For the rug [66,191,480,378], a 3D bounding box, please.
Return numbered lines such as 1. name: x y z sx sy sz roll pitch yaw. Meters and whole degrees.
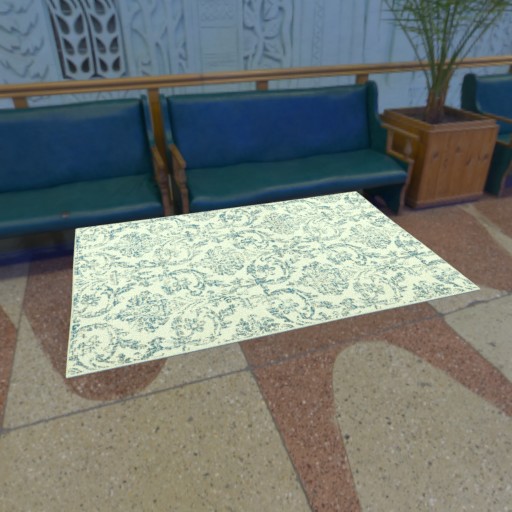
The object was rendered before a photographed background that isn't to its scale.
1. rug: 0.000 0.000 3.504 2.746 0.018 1.819 -9 33 -15
